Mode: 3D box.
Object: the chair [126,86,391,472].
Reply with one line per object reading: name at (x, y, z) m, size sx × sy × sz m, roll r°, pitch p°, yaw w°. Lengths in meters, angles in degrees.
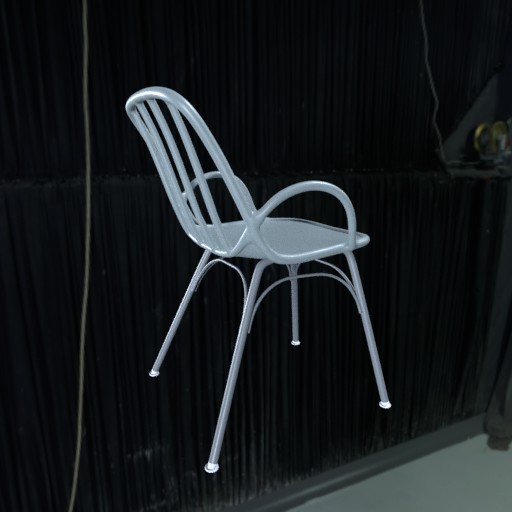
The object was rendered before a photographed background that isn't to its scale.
chair at (0.000, 0.000, 1.205) m, size 0.597 × 0.816 × 0.549 m, roll -7°, pitch 15°, yaw -27°
